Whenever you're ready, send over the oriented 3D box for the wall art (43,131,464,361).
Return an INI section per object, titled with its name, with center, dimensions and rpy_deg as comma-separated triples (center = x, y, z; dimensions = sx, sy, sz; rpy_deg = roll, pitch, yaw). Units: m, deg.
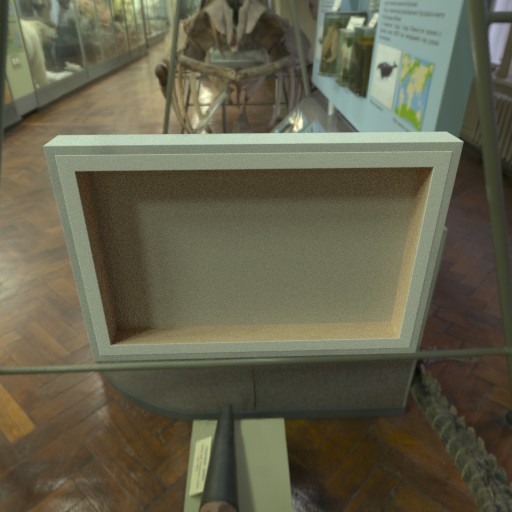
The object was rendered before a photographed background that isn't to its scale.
[wall art]
center = 0.000, 0.000, 0.480
dimensions = 0.381, 0.254, 0.038
rpy_deg = -1, 29, -2
